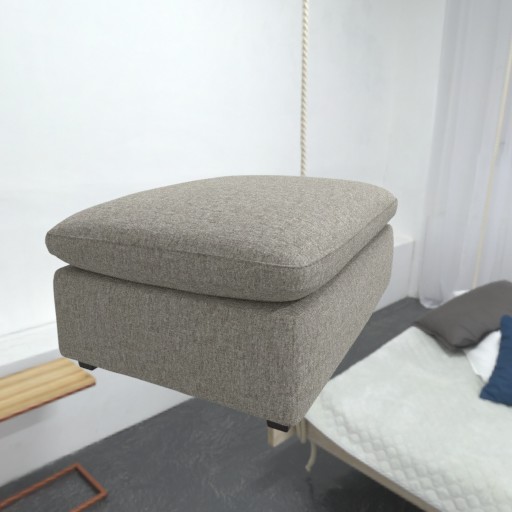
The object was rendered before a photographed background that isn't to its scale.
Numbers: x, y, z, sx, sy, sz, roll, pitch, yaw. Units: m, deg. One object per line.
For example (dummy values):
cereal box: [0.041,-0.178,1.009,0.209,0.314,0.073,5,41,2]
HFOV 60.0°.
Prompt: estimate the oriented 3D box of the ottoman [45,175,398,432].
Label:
ottoman: [0.000,0.000,1.338,0.694,0.451,0.977,8,18,26]
